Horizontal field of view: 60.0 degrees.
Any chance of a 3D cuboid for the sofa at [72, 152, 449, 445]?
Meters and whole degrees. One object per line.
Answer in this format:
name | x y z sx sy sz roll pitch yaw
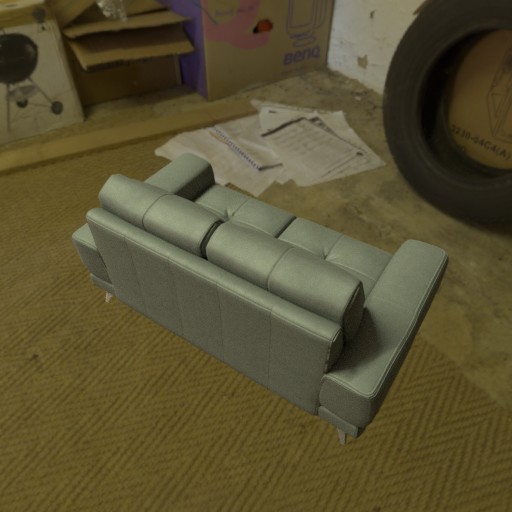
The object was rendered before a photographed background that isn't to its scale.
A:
sofa | 0.000 0.000 2.410 1.806 0.907 1.018 25 50 23
